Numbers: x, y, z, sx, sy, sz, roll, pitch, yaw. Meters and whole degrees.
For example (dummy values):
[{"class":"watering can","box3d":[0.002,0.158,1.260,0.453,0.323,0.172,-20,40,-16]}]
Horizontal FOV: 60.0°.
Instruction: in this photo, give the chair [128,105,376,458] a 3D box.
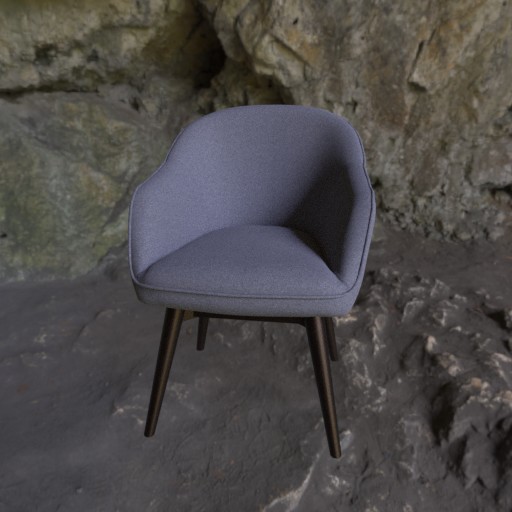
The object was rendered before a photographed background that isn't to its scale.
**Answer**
[{"class":"chair","box3d":[0.000,0.000,1.205,0.589,0.810,0.611,3,16,9]}]
